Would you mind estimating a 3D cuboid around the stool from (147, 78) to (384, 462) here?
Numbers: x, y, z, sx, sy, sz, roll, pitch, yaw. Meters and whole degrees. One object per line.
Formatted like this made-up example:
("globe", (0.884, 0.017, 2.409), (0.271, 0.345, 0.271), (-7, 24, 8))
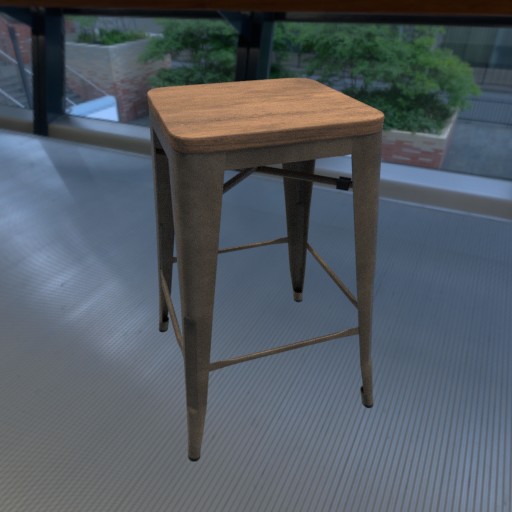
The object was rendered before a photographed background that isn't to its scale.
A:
("stool", (0.000, 0.000, 0.896), (0.407, 0.607, 0.407), (-10, 34, -16))
